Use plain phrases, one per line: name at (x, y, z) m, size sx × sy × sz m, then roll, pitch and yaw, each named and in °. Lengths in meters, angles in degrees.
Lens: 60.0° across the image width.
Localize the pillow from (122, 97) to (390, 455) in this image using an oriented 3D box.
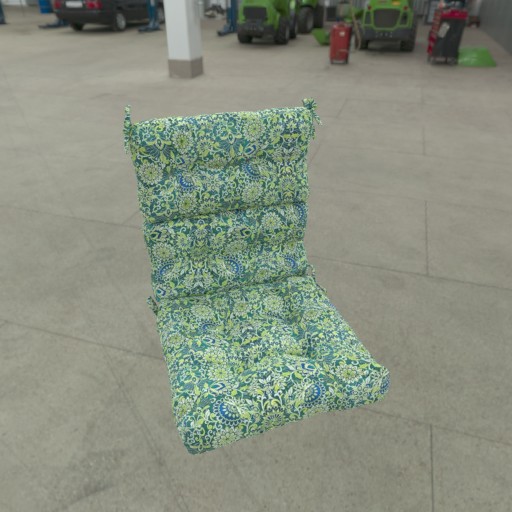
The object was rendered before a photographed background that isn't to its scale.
pillow at (0.000, 0.000, 1.040) m, size 0.519 × 0.605 × 0.571 m, roll -10°, pitch 34°, yaw -15°
